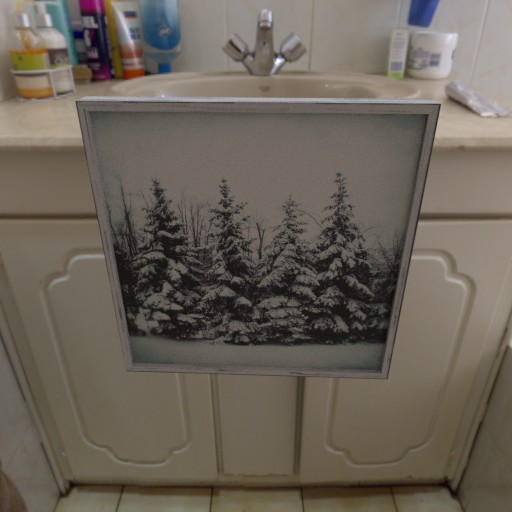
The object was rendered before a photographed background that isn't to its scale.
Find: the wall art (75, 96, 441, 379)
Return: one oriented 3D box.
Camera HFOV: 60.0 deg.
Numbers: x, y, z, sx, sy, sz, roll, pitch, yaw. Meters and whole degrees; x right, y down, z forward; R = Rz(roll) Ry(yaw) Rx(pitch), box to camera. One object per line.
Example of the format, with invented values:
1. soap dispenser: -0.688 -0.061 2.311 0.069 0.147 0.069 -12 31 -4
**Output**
1. wall art: 0.000 0.000 0.751 0.506 0.506 0.038 1 29 2
